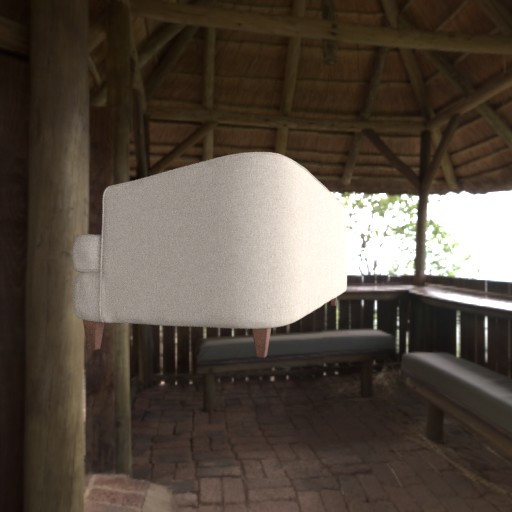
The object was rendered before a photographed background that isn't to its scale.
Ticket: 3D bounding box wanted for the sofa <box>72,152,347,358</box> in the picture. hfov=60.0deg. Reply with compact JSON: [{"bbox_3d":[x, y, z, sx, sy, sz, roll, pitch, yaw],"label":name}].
[{"bbox_3d":[0.000,0.000,2.736,0.913,0.788,2.235,0,0,18],"label":"sofa"}]
